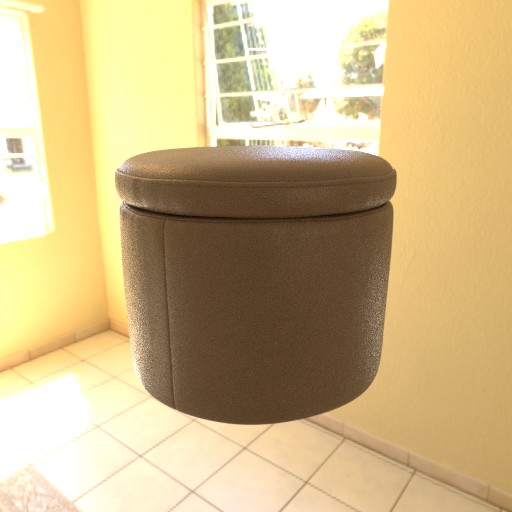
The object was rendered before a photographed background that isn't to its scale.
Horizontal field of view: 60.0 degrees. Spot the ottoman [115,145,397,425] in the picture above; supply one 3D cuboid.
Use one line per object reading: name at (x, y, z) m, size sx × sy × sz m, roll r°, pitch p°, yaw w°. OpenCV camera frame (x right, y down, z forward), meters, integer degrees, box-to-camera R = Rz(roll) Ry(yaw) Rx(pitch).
ottoman at (0.000, 0.000, 0.861) m, size 0.500 × 0.409 × 0.500 m, roll 0°, pitch 16°, yaw 0°
